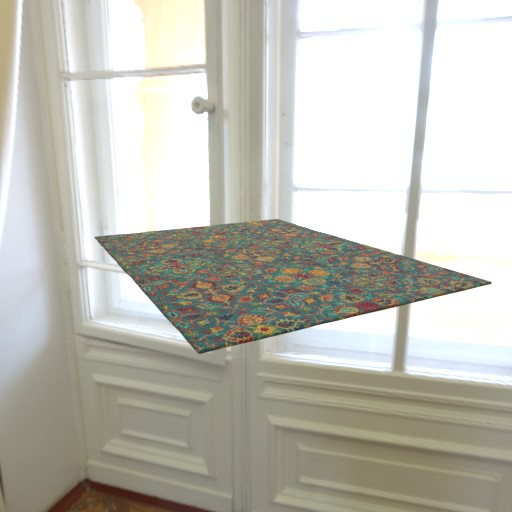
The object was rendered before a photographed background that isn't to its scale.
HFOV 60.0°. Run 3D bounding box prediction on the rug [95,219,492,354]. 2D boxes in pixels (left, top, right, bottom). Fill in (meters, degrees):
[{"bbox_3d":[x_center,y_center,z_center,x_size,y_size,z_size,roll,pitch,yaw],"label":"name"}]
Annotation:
[{"bbox_3d":[0.000,0.000,4.231,2.434,0.025,3.204,-8,17,-28],"label":"rug"}]
